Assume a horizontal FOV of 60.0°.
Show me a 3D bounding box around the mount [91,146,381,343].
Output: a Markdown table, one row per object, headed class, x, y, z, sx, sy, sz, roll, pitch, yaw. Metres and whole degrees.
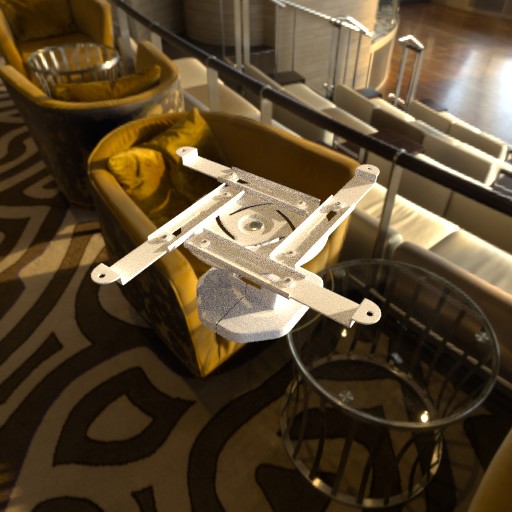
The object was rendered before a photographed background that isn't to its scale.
| class | x | y | z | sx | sy | sz | roll | pitch | yaw |
| --- | --- | --- | --- | --- | --- | --- | --- | --- | --- |
| mount | 0.000 | 0.000 | 0.605 | 0.394 | 0.141 | 0.394 | 25 | 47 | 26 |
